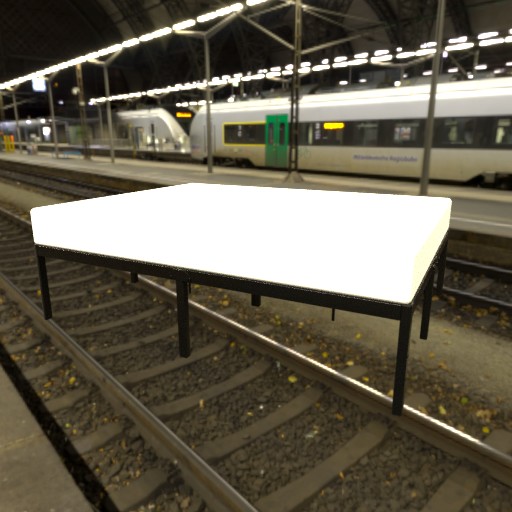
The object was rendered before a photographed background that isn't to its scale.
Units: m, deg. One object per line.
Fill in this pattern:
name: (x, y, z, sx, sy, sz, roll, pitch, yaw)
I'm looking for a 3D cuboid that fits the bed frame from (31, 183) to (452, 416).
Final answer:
bed frame: (0.000, 0.000, 2.736, 2.072, 0.659, 1.557, 8, 17, 26)
